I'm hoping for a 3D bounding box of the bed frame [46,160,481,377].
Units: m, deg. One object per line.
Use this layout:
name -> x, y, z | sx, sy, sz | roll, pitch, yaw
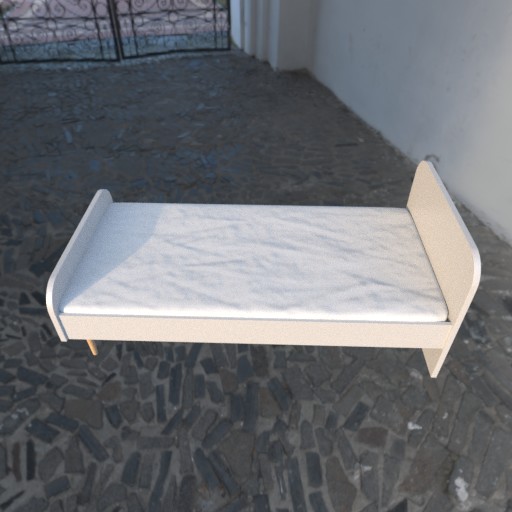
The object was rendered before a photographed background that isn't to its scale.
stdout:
bed frame -> 0.000, 0.000, 2.509 | 1.963, 0.805, 0.998 | 1, 41, 1
